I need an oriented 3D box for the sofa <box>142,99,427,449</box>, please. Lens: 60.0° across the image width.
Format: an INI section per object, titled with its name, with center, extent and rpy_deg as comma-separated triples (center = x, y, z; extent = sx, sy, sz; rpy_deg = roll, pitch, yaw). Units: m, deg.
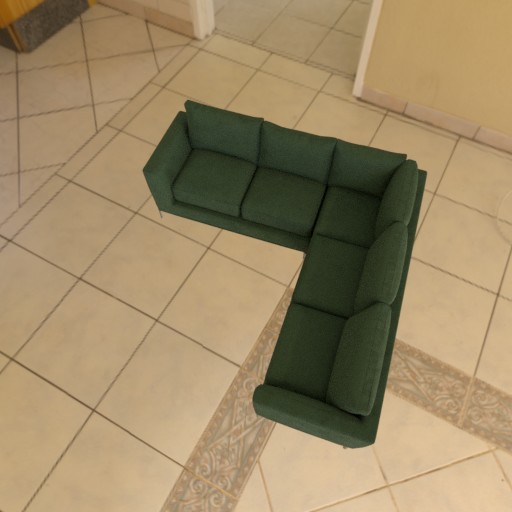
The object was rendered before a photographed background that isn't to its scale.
[sofa]
center = 0.000, 0.000, 3.855
extent = 2.468, 1.004, 2.452
rpy_deg = 17, 61, 10
